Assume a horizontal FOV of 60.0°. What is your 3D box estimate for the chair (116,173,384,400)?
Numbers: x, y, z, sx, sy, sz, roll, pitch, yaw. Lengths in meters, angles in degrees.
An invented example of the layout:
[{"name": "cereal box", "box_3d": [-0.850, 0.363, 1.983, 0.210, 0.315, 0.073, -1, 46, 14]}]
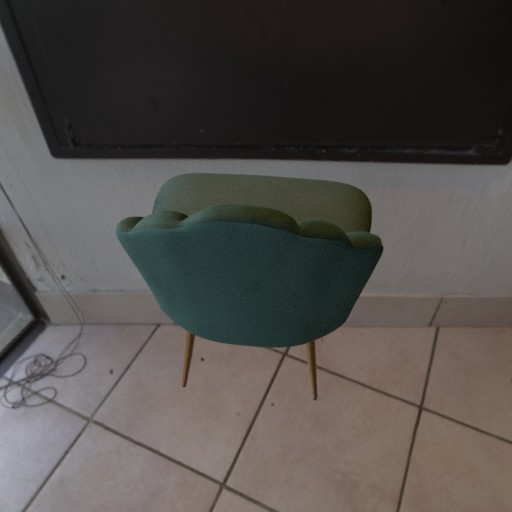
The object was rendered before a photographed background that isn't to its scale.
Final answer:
[{"name": "chair", "box_3d": [0.000, 0.000, 1.259, 0.657, 0.819, 0.599, 4, 47, 4]}]
